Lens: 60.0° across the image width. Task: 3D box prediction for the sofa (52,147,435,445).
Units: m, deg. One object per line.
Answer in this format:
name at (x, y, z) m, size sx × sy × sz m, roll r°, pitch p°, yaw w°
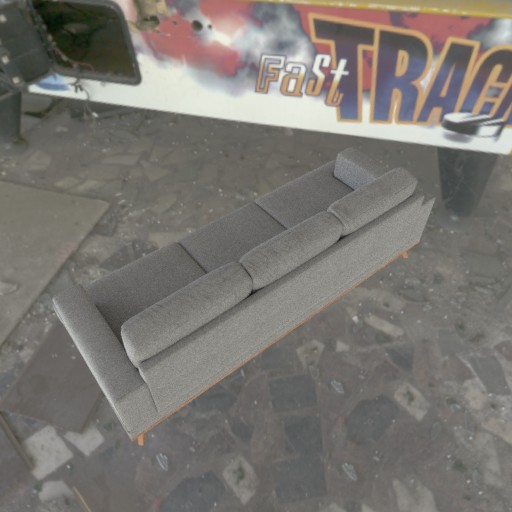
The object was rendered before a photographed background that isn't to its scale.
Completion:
sofa at (0.000, 0.000, 2.791) m, size 2.310 × 0.810 × 0.920 m, roll -30°, pitch 54°, yaw -25°
